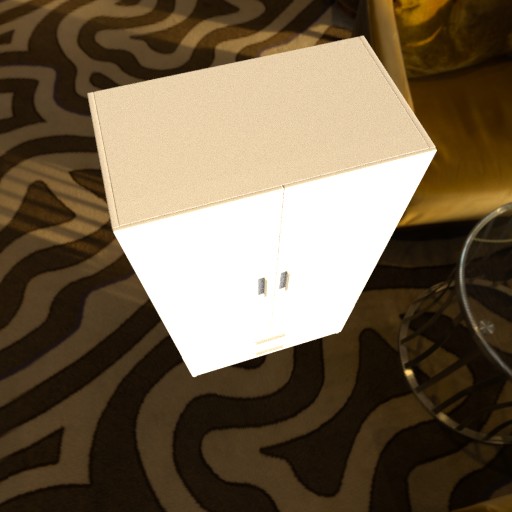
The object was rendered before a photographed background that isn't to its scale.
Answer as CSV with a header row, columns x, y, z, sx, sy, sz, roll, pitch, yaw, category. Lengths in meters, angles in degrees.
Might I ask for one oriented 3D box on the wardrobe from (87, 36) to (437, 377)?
x,y,z,sx,sy,sz,roll,pitch,yaw,category
0.000,0.000,2.201,0.991,1.808,0.577,-15,63,-8,wardrobe
